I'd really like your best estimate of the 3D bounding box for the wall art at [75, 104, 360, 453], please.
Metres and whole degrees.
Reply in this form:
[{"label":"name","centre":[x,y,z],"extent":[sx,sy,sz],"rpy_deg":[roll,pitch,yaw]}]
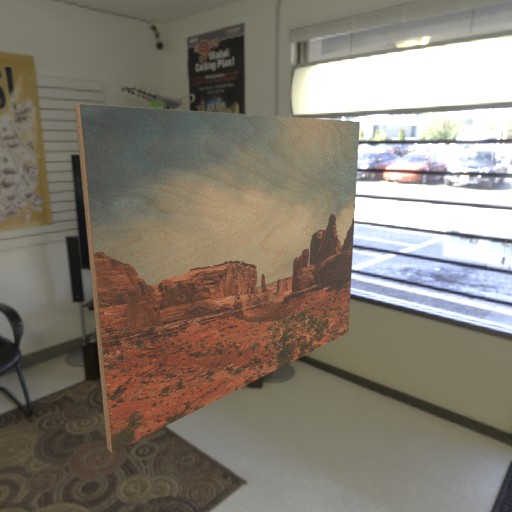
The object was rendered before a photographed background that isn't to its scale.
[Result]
[{"label":"wall art","centre":[0.000,0.000,0.670],"extent":[0.508,0.406,0.013],"rpy_deg":[-14,20,-43]}]
